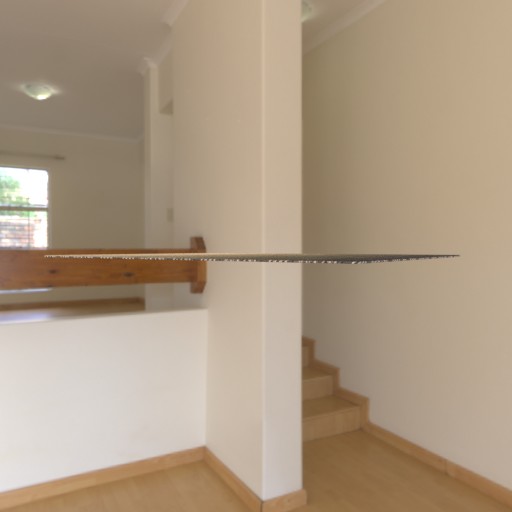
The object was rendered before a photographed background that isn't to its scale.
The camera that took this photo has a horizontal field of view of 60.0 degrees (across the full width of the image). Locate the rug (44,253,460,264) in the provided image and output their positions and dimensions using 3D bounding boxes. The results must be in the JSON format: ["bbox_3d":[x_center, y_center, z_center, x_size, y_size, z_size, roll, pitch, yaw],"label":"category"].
[{"bbox_3d":[0.000,0.000,3.918,2.902,0.017,2.306,1,1,36],"label":"rug"}]
